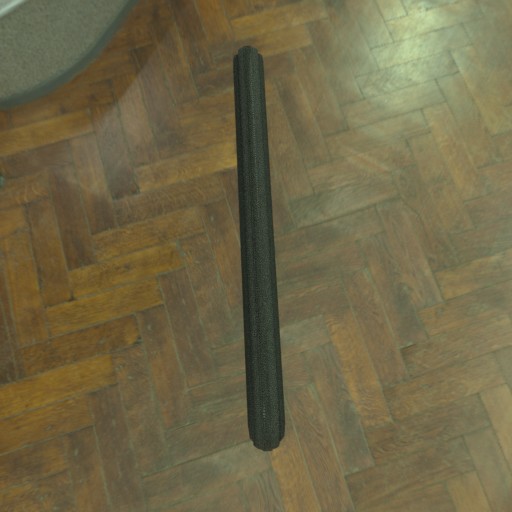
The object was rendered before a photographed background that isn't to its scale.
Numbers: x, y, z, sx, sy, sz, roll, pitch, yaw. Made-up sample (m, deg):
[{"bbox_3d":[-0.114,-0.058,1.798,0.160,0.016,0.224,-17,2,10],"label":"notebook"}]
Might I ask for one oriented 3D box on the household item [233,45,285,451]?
[{"bbox_3d":[0.000,0.000,0.522,0.030,0.305,0.396,-3,76,-1],"label":"household item"}]
